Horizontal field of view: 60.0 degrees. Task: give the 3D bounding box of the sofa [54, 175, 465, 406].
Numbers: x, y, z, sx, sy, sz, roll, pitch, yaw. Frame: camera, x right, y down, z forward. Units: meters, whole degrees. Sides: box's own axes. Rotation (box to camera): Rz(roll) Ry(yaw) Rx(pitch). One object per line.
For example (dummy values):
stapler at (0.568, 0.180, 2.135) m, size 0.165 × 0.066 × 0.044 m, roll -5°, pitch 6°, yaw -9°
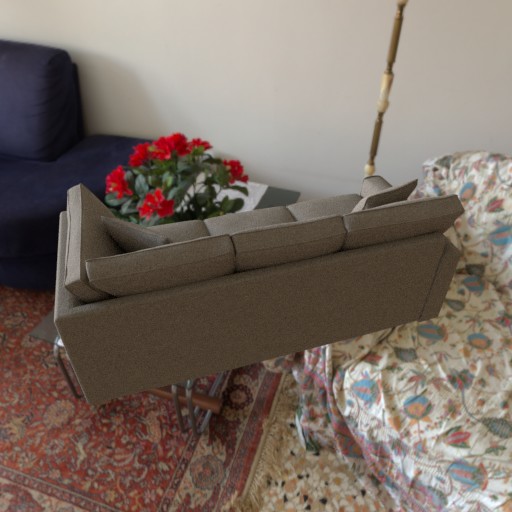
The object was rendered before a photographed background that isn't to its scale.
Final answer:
sofa at (0.000, 0.000, 2.894) m, size 2.317 × 0.962 × 1.061 m, roll -11°, pitch 40°, yaw -13°
